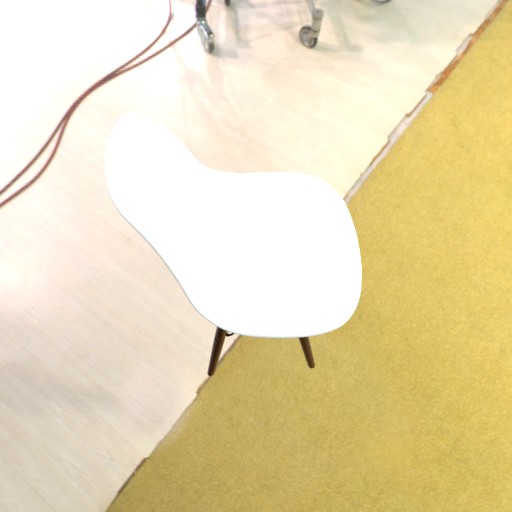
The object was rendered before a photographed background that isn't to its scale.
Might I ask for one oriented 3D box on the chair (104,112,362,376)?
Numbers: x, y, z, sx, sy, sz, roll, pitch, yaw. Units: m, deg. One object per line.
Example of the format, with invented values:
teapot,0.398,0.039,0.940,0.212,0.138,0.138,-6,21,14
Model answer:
chair,0.000,0.000,1.154,0.533,0.826,0.470,-2,62,-1
